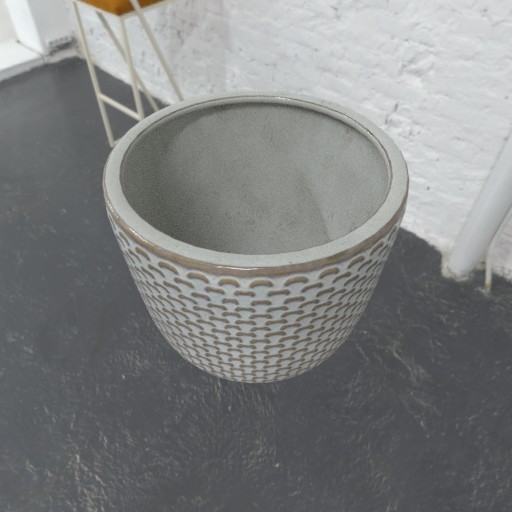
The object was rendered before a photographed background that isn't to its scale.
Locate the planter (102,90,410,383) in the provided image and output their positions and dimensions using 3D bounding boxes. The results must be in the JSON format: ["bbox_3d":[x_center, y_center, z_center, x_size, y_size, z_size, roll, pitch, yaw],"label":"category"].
[{"bbox_3d":[0.000,0.000,0.249,0.139,0.130,0.139,0,46,0],"label":"planter"}]
